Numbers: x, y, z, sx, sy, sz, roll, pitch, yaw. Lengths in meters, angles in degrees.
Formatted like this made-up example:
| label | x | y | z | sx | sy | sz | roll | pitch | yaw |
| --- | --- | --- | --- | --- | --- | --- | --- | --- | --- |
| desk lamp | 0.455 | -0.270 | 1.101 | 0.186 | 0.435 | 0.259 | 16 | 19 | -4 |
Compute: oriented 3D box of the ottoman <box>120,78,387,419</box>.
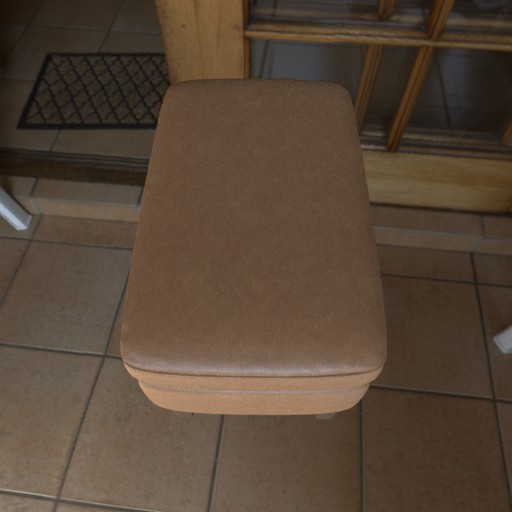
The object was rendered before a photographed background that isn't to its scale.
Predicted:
| label | x | y | z | sx | sy | sz | roll | pitch | yaw |
| --- | --- | --- | --- | --- | --- | --- | --- | --- | --- |
| ottoman | 0.000 | 0.000 | 0.983 | 0.420 | 0.480 | 0.670 | 1 | 58 | 0 |
